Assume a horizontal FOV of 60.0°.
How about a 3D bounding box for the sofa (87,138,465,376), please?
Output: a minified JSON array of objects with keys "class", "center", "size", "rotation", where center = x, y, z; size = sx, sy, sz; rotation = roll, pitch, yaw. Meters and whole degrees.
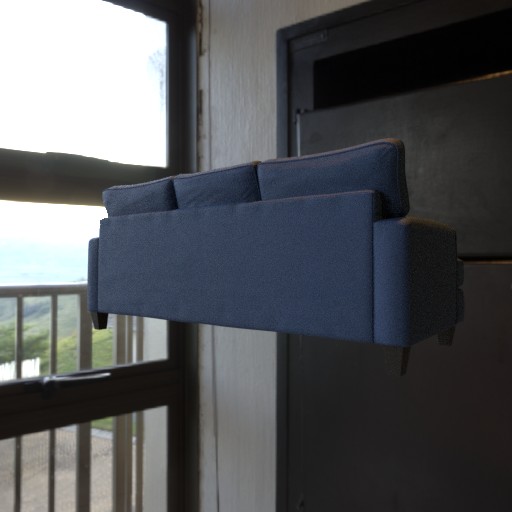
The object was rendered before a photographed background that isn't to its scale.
[{"class":"sofa","center":[0.000,0.000,2.678],"size":[2.158,0.965,0.951],"rotation":[-1,-1,37]}]
